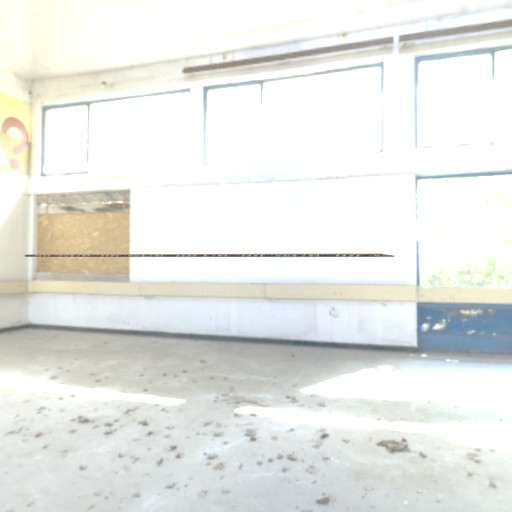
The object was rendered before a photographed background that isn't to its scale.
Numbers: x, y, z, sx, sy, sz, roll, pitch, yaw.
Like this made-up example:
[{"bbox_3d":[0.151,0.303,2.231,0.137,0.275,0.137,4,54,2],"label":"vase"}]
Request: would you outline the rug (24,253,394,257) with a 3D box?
[{"bbox_3d":[0.000,0.000,3.946,2.305,0.017,2.902,0,0,19],"label":"rug"}]
